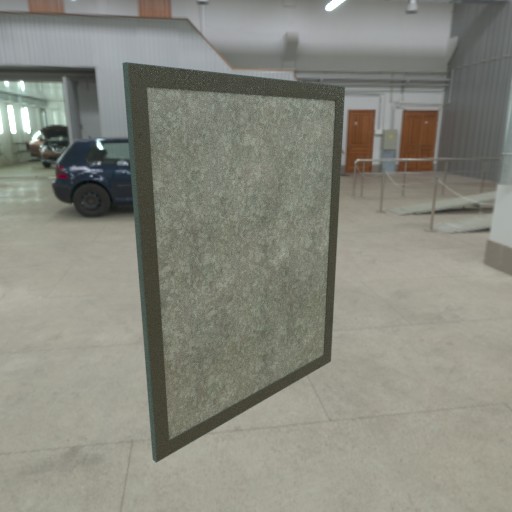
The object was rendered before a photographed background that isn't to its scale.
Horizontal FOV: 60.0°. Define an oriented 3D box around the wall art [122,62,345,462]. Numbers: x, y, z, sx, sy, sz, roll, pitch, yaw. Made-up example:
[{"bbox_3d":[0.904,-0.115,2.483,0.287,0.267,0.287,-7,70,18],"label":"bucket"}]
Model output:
[{"bbox_3d":[0.000,0.000,1.308,0.767,0.983,0.030,-15,22,-42],"label":"wall art"}]
